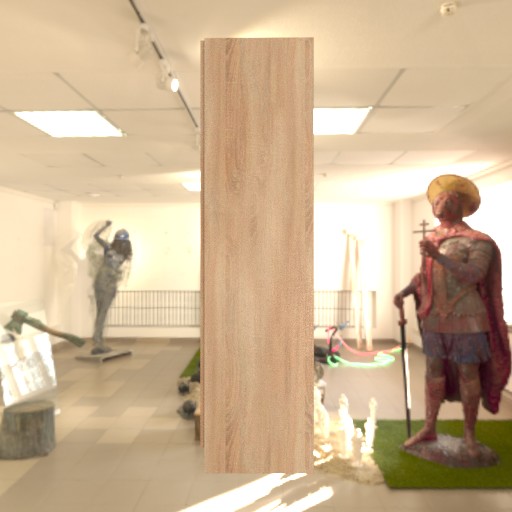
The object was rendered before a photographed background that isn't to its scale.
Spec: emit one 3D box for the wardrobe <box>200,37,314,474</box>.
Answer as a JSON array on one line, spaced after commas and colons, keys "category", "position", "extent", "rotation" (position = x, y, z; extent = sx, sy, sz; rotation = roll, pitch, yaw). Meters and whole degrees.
[{"category": "wardrobe", "position": [0.000, 0.000, 3.191], "extent": [0.598, 2.159, 1.998], "rotation": [0, 0, 1]}]
